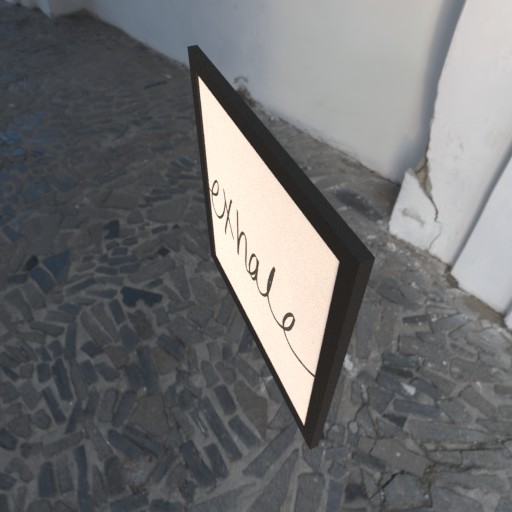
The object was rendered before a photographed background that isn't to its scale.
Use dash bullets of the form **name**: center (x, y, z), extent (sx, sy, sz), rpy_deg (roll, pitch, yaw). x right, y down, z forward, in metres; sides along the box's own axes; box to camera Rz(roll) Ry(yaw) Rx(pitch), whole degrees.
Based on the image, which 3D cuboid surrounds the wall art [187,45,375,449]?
- **wall art**: center (0.000, 0.000, 0.531), extent (0.012, 0.357, 0.358), rpy_deg (-18, 51, -16)
